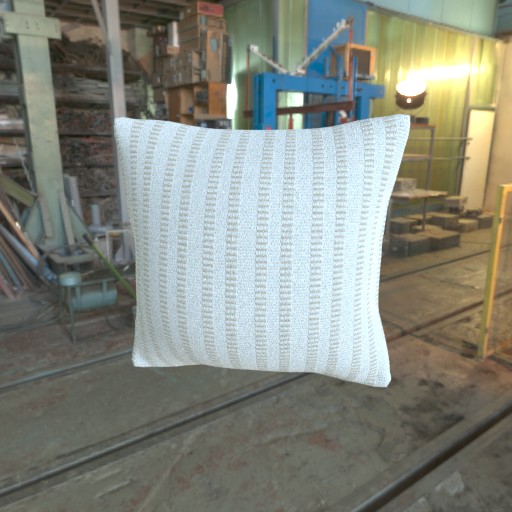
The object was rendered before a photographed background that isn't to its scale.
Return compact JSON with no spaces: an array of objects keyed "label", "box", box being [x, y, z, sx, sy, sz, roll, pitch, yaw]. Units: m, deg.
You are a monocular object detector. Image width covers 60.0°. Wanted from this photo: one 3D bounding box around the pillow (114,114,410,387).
[{"label":"pillow","box":[0.000,0.000,0.692,0.438,0.419,0.247,2,15,8]}]
